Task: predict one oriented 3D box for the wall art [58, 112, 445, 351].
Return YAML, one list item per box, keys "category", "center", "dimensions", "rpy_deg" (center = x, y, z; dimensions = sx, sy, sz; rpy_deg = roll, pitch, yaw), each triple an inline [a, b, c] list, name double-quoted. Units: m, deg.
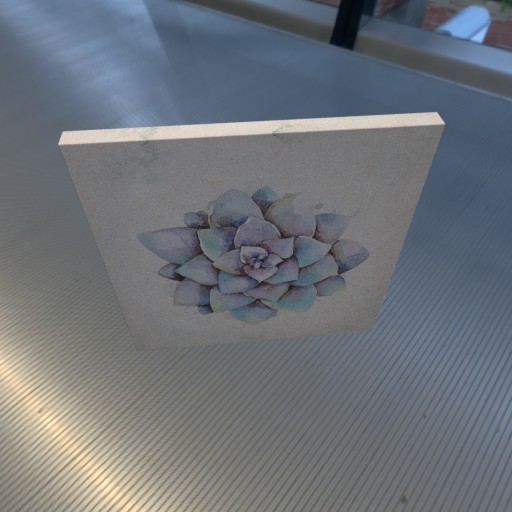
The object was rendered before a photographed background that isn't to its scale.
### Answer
- category: "wall art"
  center: [0.000, 0.000, 0.935]
  dimensions: [0.612, 0.612, 0.040]
  rpy_deg: [-4, 48, -4]
